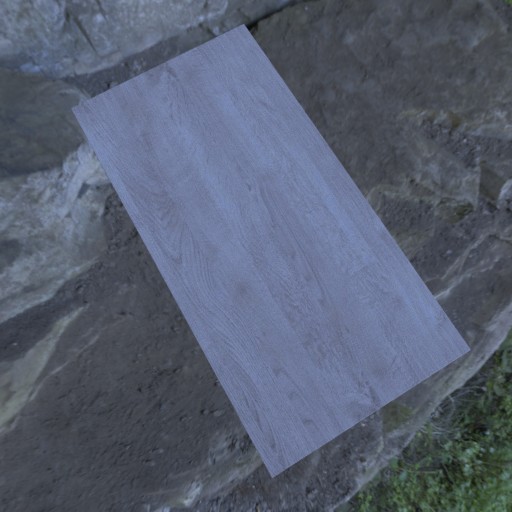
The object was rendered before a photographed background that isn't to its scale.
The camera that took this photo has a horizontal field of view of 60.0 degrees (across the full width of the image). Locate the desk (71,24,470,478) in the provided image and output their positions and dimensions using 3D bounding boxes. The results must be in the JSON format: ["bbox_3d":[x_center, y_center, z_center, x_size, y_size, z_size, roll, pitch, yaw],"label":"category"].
[{"bbox_3d":[0.000,0.000,1.512,0.560,0.735,1.097,-30,77,-7],"label":"desk"}]
